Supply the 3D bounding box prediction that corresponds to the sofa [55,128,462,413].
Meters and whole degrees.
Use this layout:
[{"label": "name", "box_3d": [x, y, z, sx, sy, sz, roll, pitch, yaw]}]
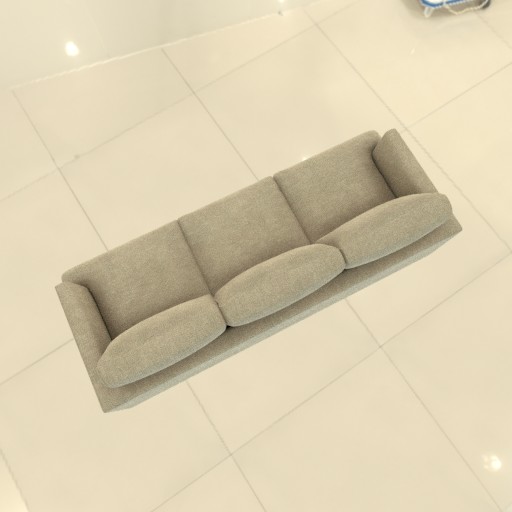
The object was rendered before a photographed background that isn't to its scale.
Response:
[{"label": "sofa", "box_3d": [0.000, 0.000, 2.711, 2.246, 0.930, 0.903, -26, 76, -7]}]
